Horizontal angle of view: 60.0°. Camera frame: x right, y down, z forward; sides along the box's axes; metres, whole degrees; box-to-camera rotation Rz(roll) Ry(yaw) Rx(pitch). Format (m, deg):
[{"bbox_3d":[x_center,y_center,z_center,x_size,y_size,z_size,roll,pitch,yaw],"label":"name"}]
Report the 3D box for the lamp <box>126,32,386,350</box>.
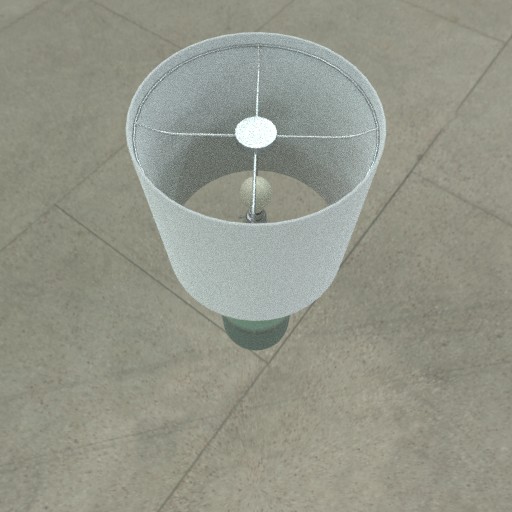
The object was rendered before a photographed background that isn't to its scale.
[{"bbox_3d":[0.000,0.000,0.581,0.212,0.493,0.212,1,62,1],"label":"lamp"}]
